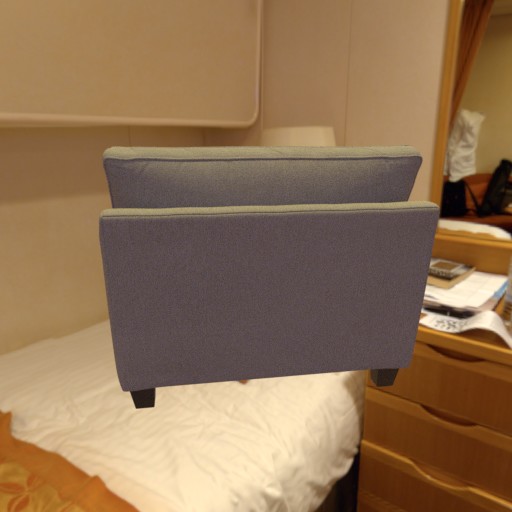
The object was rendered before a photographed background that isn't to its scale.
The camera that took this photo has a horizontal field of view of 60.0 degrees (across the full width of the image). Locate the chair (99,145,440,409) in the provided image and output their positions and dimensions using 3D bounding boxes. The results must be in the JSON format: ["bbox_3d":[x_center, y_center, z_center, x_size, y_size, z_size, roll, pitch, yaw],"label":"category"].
[{"bbox_3d":[0.000,0.000,2.068,1.220,1.016,1.041,-2,16,-9],"label":"chair"}]
